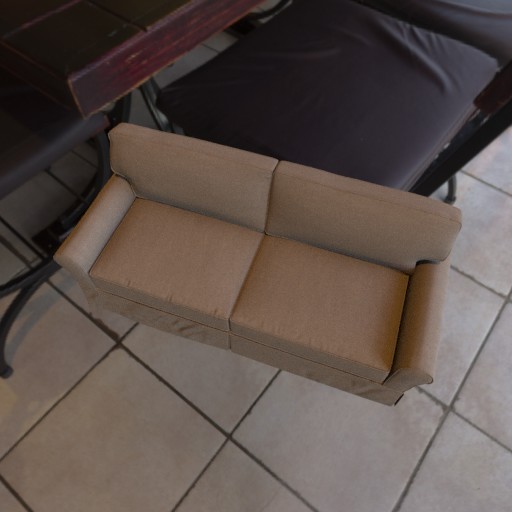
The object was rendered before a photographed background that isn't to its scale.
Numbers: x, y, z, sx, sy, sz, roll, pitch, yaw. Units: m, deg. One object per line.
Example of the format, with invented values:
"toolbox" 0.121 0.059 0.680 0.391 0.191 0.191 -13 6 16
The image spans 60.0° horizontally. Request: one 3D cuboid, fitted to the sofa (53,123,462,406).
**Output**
"sofa" 0.000 0.000 2.725 2.248 0.943 0.991 16 59 10
